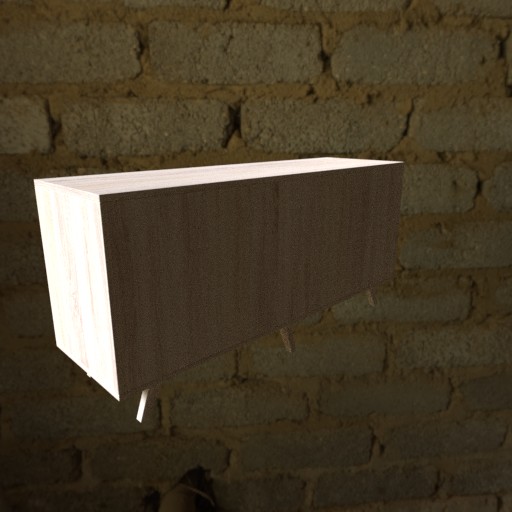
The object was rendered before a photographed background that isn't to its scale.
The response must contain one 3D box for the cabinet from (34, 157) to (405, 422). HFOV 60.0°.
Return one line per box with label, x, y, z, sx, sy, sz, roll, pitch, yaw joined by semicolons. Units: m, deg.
cabinet;0.000;0.000;2.016;1.650;0.780;0.500;-15;22;-42
